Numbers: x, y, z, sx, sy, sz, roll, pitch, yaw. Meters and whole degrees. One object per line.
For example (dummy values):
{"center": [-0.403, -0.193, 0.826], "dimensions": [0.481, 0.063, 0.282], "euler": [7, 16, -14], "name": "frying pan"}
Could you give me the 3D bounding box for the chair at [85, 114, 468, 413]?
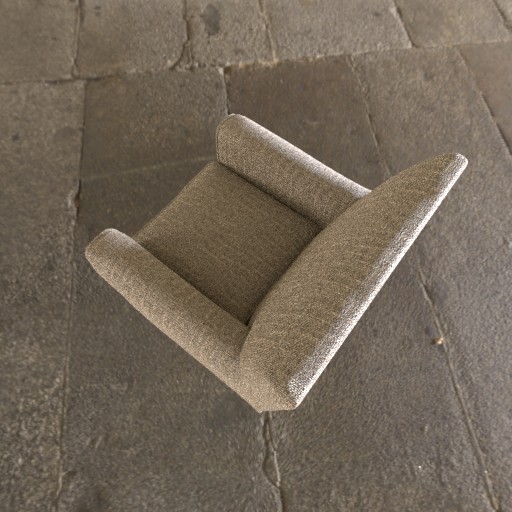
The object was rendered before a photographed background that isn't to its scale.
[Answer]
{"center": [0.000, 0.000, 1.624], "dimensions": [0.873, 0.928, 0.864], "euler": [35, 68, 16], "name": "chair"}
